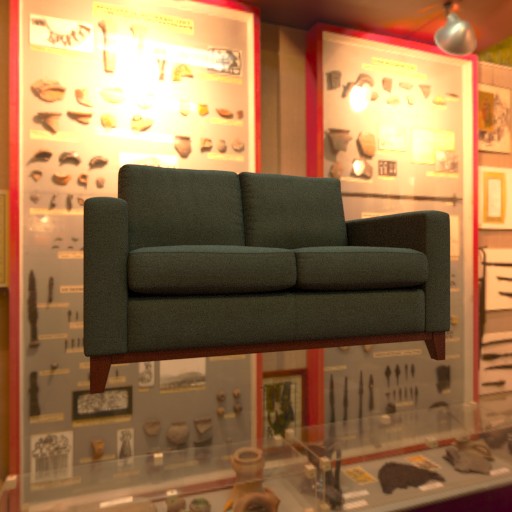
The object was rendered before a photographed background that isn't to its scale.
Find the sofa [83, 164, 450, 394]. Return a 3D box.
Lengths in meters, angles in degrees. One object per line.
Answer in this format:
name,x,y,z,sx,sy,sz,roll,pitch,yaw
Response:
sofa,0.000,0.000,2.089,1.489,0.903,0.955,0,0,-19
